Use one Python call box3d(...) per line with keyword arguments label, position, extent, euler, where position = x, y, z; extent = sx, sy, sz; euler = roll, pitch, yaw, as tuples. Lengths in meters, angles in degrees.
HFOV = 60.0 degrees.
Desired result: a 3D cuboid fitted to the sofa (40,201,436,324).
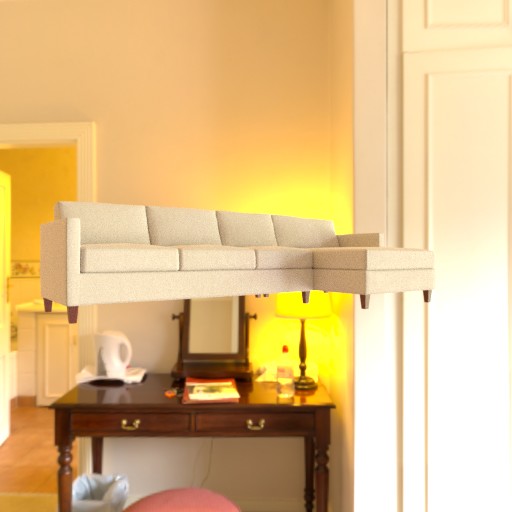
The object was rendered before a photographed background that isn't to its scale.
box3d(label="sofa", position=(0.000, 0.000, 4.181), extent=(3.471, 0.954, 1.599), euler=(0, 0, -36))
